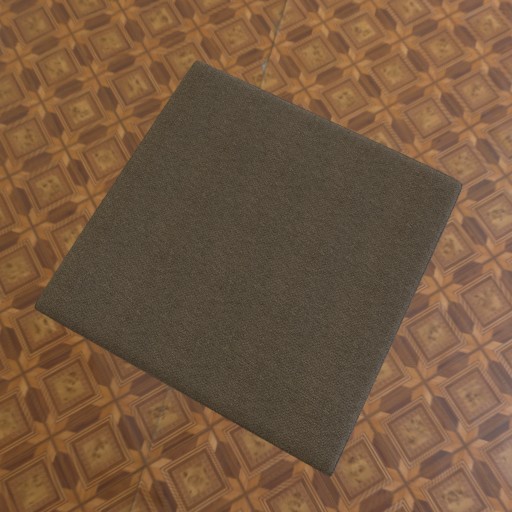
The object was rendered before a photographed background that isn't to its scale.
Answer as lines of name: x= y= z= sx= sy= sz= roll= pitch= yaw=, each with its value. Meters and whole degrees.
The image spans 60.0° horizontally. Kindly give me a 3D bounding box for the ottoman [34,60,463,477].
ottoman: x=0.000 y=0.000 z=1.487 sx=0.981 sy=0.378 sz=0.970 roll=27 pitch=78 yaw=7
